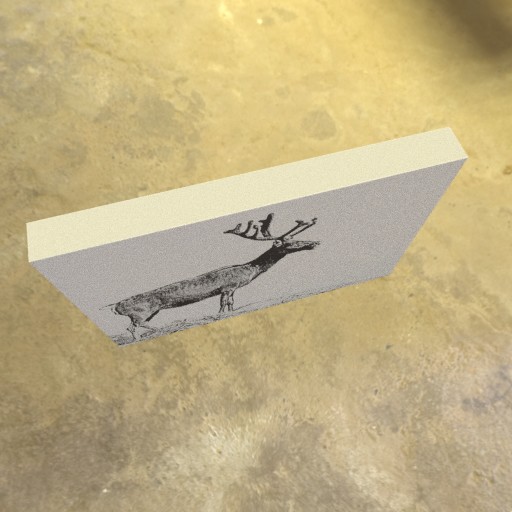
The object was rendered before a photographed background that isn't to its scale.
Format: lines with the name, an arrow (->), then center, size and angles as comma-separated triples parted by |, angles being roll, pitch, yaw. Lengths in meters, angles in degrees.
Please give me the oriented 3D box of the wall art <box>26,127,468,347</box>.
wall art -> 0.000, 0.000, 0.494 | 0.381, 0.259, 0.038 | -14, 65, -7
